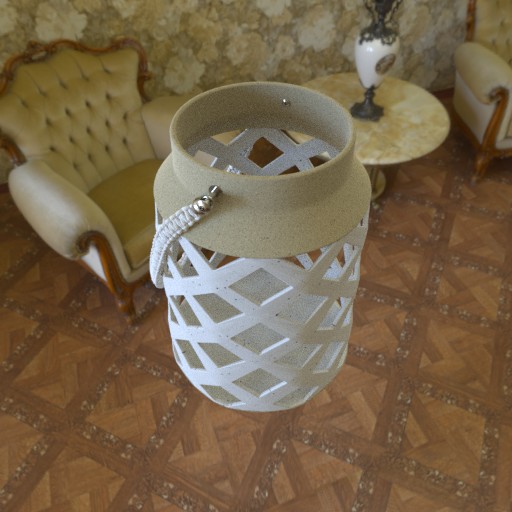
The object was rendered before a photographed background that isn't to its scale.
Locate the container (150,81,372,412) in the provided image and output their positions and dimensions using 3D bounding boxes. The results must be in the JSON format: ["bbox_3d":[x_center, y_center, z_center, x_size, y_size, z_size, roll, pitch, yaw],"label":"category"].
[{"bbox_3d":[0.000,0.000,0.343,0.172,0.229,0.163,17,49,16],"label":"container"}]
